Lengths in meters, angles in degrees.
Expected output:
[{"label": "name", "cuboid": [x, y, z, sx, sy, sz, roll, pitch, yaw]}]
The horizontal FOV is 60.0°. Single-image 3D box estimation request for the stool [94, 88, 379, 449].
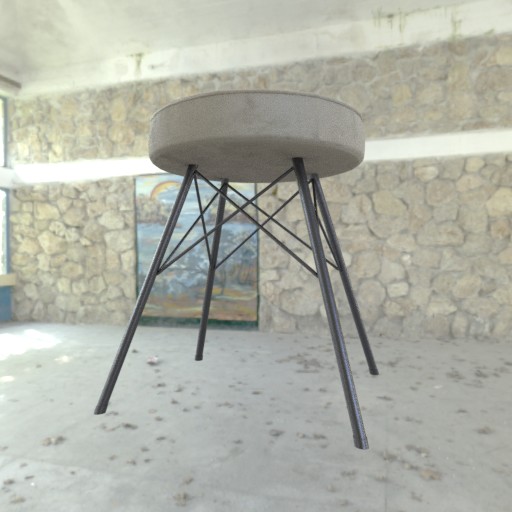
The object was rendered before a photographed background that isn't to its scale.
[{"label": "stool", "cuboid": [0.000, 0.000, 0.877, 0.457, 0.538, 0.423, 0, 0, 18]}]
